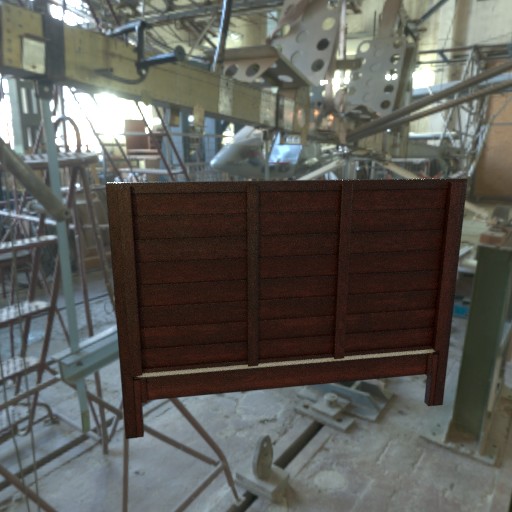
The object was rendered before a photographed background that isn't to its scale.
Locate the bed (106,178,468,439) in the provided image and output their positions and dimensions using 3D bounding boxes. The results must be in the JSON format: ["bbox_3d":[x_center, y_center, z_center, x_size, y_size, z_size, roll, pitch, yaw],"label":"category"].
[{"bbox_3d":[0.000,0.000,3.904,2.040,1.492,2.803,-2,14,-10],"label":"bed"}]
